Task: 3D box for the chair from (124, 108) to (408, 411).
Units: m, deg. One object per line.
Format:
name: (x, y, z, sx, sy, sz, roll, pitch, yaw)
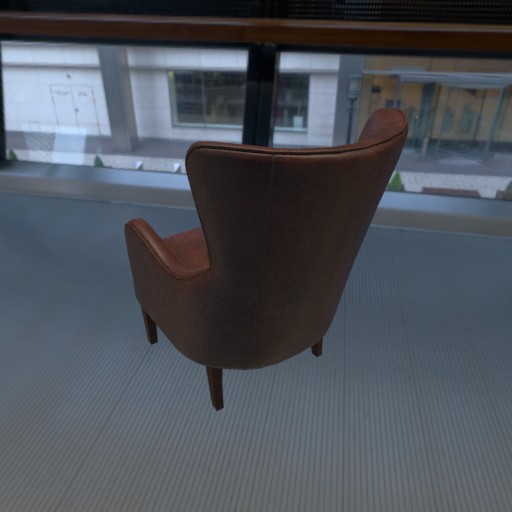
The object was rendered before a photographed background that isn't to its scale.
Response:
chair: (0.000, 0.000, 1.604, 0.692, 1.048, 0.914, -19, 35, -30)
